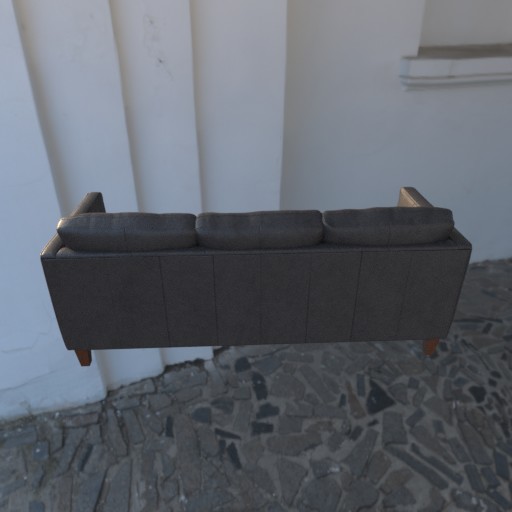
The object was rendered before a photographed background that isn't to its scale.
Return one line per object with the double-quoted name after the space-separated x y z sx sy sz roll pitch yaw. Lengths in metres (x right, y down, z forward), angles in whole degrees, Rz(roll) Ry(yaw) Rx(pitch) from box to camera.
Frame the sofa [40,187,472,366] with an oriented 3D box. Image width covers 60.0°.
0.000 0.000 3.074 2.464 1.006 1.045 -1 29 -2 "sofa"
